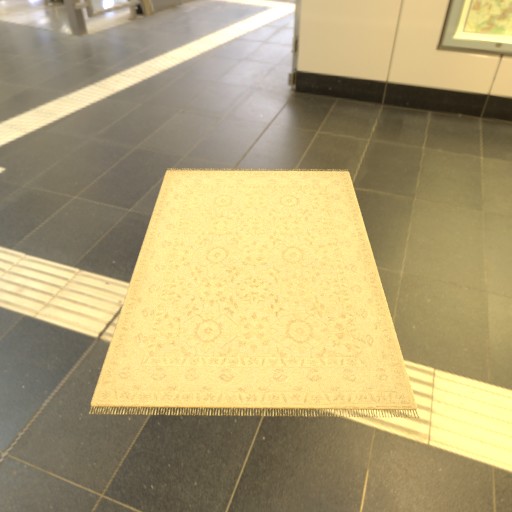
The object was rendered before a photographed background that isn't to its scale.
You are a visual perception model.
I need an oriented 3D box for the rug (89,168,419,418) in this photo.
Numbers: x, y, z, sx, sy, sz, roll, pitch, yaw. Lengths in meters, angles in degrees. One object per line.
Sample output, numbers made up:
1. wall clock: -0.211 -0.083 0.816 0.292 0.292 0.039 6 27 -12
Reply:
1. rug: 0.000 0.000 2.864 1.514 0.011 2.233 0 41 0
